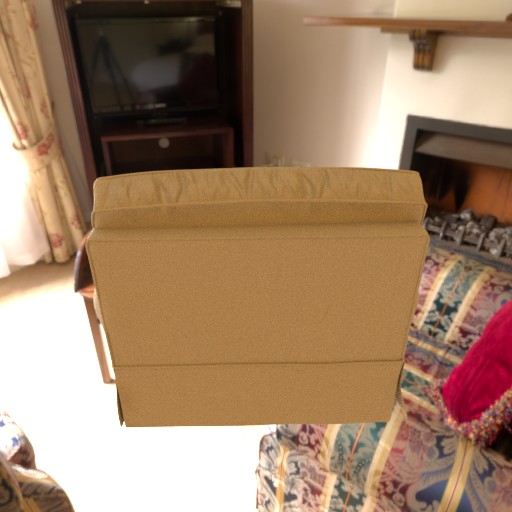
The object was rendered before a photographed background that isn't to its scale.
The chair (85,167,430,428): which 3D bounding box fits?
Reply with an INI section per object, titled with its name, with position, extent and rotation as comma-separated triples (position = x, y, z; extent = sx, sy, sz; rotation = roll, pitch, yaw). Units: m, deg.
[chair]
position = 0.000, 0.000, 1.780
extent = 1.096, 0.937, 0.903
rotation = -1, 30, -1
